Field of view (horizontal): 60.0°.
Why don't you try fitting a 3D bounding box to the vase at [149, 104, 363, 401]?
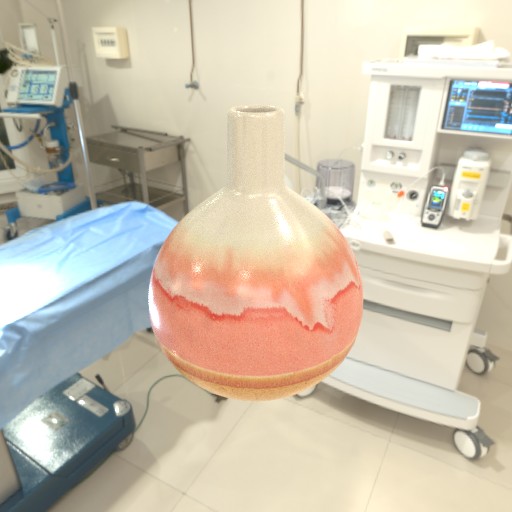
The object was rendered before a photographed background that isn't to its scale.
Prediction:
[{"bbox_3d":[0.000,0.000,0.276,0.137,0.176,0.137,0,27,0],"label":"vase"}]
